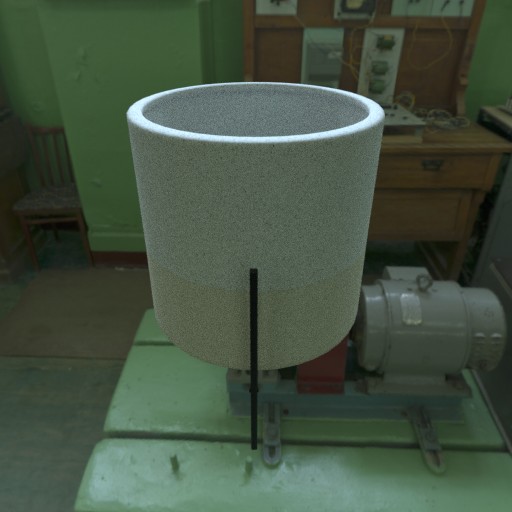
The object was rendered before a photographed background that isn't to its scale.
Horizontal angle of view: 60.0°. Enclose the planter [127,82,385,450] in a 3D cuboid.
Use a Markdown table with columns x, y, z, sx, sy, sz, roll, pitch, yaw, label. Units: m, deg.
| x | y | z | sx | sy | sz | roll | pitch | yaw | label |
| --- | --- | --- | --- | --- | --- | --- | --- | --- | --- |
| 0.000 | 0.000 | 0.644 | 0.313 | 0.423 | 0.335 | 0 | 31 | 0 | planter |
